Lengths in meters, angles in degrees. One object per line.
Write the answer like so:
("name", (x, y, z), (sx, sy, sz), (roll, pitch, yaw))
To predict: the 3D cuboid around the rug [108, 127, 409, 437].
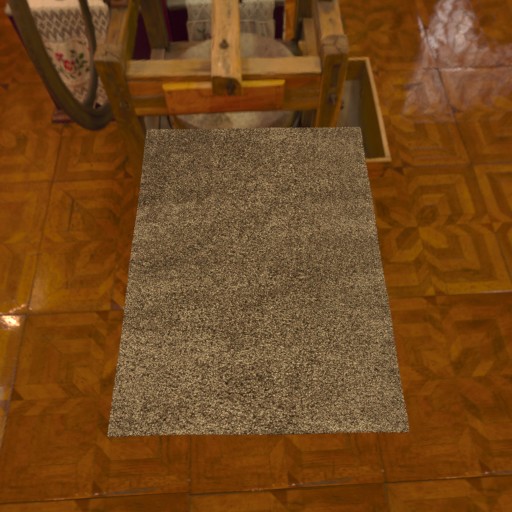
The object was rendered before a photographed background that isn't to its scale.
("rug", (0.000, 0.000, 2.127), (1.198, 0.025, 1.601), (-1, 63, 0))
